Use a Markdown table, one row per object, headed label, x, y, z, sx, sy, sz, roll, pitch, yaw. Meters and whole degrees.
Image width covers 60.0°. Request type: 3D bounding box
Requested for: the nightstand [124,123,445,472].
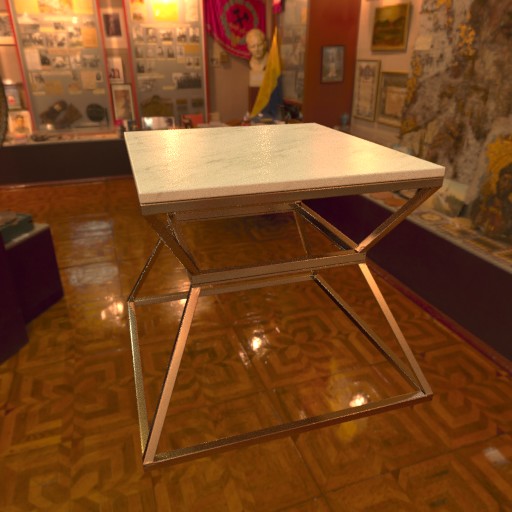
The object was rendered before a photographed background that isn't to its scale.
| label | x | y | z | sx | sy | sz | roll | pitch | yaw |
| --- | --- | --- | --- | --- | --- | --- | --- | --- | --- |
| nightstand | 0.000 | 0.000 | 0.872 | 0.514 | 0.426 | 0.513 | -7 | 26 | -16 |
